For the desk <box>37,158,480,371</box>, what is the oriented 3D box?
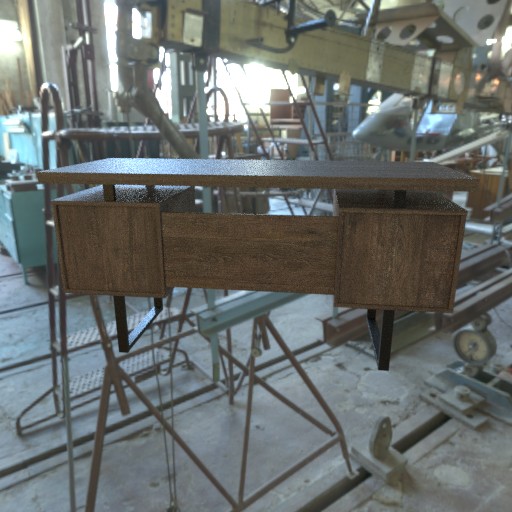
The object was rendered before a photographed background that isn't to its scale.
[{"bbox_3d":[0.000,0.000,1.908,1.524,0.760,0.600,2,17,7],"label":"desk"}]
